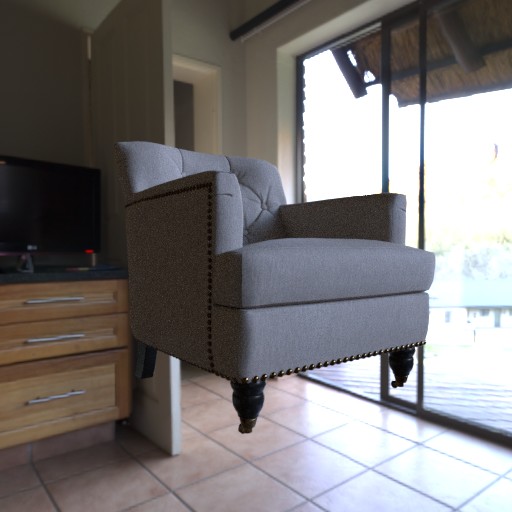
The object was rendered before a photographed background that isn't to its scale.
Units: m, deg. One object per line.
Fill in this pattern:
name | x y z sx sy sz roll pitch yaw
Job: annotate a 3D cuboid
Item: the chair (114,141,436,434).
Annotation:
chair | 0.000 0.000 1.477 0.737 0.823 0.902 -1 1 -37
